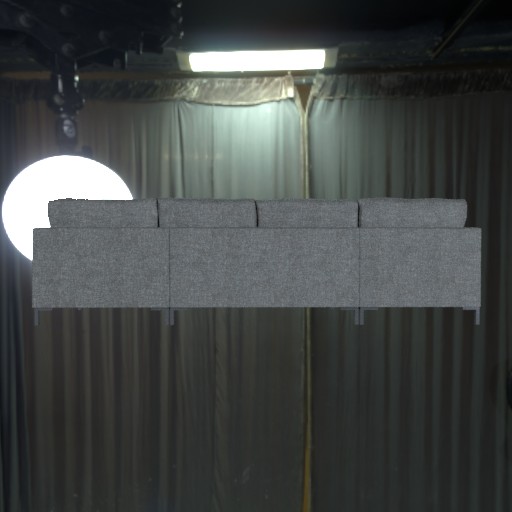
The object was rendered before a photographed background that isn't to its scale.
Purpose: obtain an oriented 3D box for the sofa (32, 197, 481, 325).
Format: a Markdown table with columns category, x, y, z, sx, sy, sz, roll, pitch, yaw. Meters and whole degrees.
| category | x | y | z | sx | sy | sz | roll | pitch | yaw |
| --- | --- | --- | --- | --- | --- | --- | --- | --- | --- |
| sofa | 0.000 | 0.000 | 4.318 | 3.423 | 0.999 | 2.048 | 0 | 1 | -1 |
